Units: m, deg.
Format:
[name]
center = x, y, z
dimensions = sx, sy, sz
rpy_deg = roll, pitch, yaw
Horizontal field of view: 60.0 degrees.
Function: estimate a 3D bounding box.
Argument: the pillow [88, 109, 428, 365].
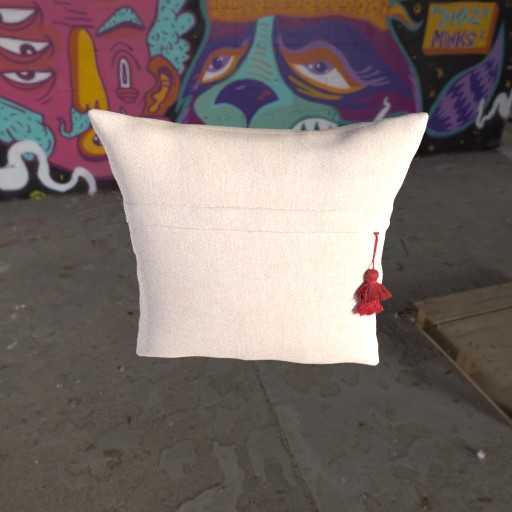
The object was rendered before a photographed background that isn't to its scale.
[pillow]
center = 0.000, 0.000, 0.679
dimensions = 0.433, 0.436, 0.173
rpy_deg = 1, 30, 2
